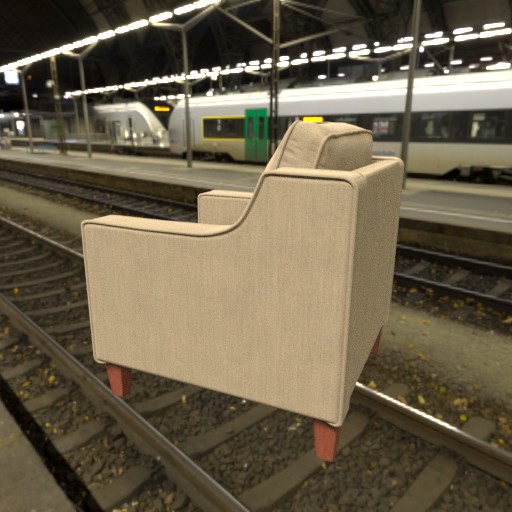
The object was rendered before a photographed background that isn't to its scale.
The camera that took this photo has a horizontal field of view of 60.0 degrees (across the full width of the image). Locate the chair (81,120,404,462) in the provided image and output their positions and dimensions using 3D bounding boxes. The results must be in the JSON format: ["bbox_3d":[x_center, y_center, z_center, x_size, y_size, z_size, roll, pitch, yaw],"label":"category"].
[{"bbox_3d":[0.000,0.000,1.659,0.909,0.960,0.831,7,17,24],"label":"chair"}]
